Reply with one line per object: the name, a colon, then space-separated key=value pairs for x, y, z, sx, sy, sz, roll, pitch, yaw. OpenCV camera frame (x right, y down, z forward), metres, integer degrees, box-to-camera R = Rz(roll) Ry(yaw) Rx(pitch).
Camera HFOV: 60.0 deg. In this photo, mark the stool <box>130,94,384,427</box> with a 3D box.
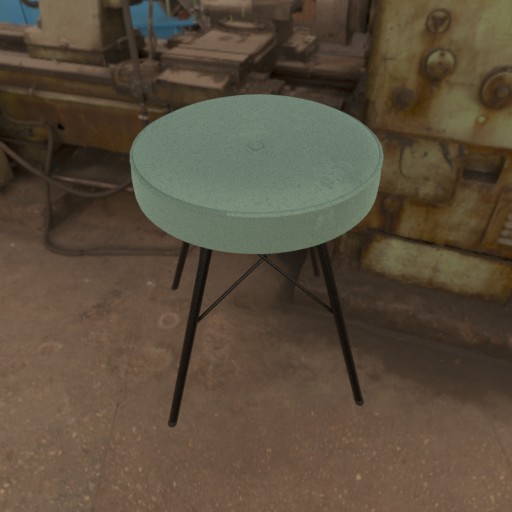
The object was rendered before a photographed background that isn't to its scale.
stool: x=0.000 y=0.000 z=0.882 sx=0.458 sy=0.519 sz=0.457 roll=1 pitch=41 yaw=1
